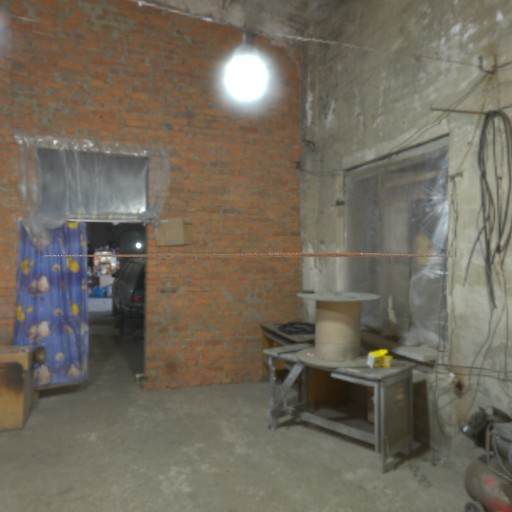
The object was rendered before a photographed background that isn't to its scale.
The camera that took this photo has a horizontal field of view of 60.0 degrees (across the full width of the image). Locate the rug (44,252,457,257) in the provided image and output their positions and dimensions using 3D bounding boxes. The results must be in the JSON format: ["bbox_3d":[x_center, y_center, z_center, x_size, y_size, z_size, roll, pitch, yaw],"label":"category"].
[{"bbox_3d":[0.000,0.000,4.186,3.143,0.008,2.451,0,-1,35],"label":"rug"}]
